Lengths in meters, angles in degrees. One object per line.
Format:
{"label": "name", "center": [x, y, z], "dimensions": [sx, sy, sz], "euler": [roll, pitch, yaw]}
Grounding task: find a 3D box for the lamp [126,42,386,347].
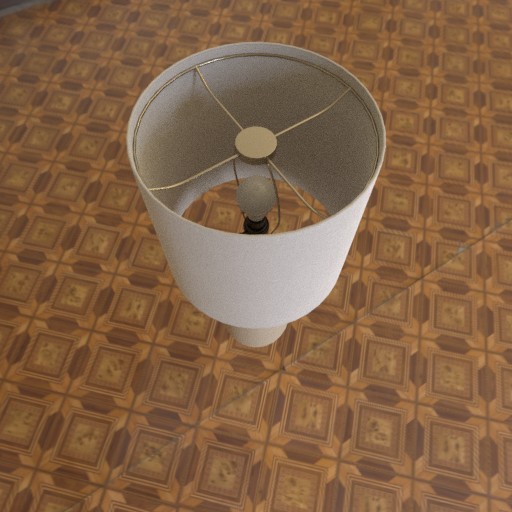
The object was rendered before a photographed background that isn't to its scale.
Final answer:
{"label": "lamp", "center": [0.000, 0.000, 0.589], "dimensions": [0.220, 0.475, 0.220], "euler": [-17, 63, -9]}
